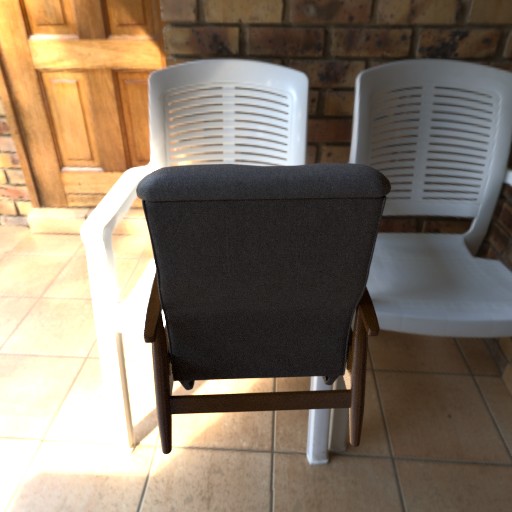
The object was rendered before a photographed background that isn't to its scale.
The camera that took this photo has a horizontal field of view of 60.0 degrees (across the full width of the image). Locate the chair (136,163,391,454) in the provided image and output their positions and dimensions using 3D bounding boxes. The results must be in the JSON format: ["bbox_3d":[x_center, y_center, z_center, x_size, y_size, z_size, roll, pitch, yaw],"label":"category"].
[{"bbox_3d":[0.000,0.000,1.764,0.762,1.081,1.014,-1,32,-2],"label":"chair"}]
